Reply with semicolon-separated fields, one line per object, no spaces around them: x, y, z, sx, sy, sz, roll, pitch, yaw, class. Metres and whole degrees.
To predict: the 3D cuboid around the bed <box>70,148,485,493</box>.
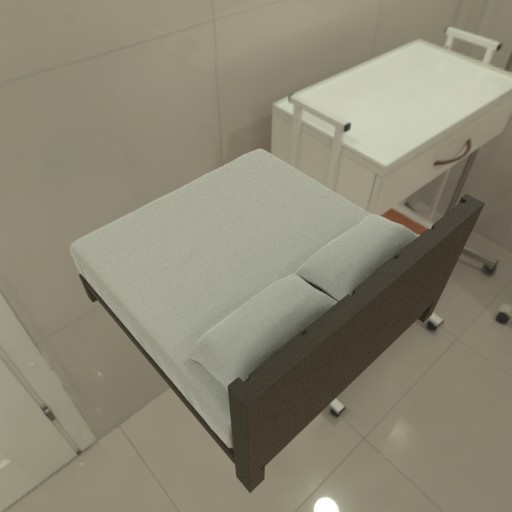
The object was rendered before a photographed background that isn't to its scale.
0.000;0.000;3.511;2.143;1.261;2.238;-33;55;-28;bed
